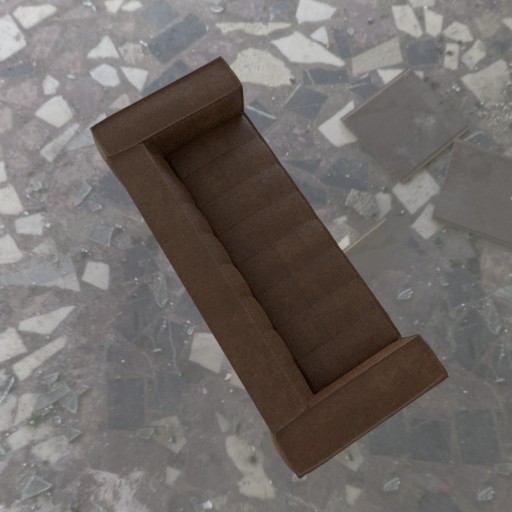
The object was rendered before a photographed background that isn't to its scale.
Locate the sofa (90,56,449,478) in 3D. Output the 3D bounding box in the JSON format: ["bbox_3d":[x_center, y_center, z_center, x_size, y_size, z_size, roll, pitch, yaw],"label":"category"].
[{"bbox_3d":[0.000,0.000,3.067,1.102,0.701,2.581,-31,78,-8],"label":"sofa"}]
